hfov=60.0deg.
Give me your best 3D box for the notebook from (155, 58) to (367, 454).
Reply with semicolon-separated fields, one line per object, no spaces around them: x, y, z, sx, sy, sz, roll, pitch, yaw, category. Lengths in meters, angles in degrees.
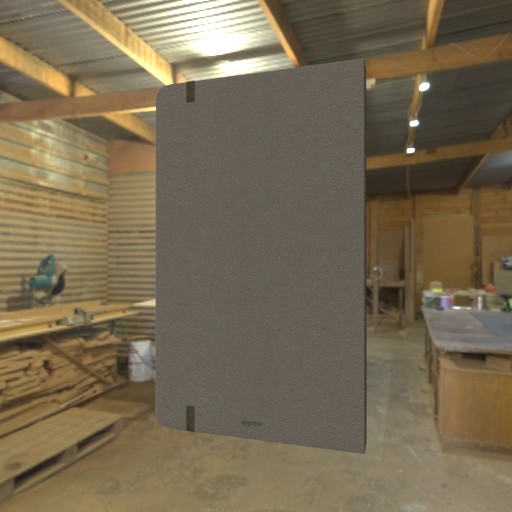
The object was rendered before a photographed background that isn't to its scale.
0.000;0.000;0.264;0.127;0.213;0.016;0;0;18;notebook
